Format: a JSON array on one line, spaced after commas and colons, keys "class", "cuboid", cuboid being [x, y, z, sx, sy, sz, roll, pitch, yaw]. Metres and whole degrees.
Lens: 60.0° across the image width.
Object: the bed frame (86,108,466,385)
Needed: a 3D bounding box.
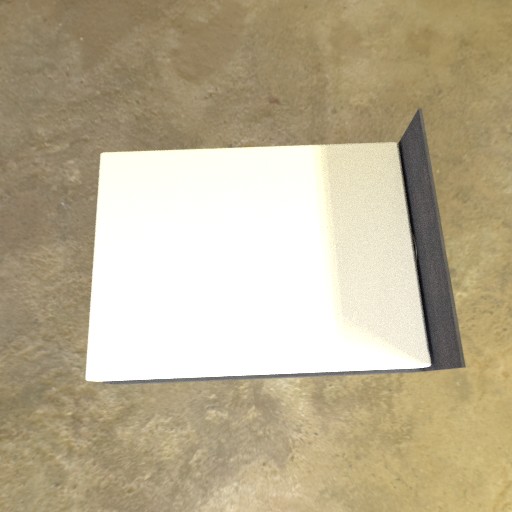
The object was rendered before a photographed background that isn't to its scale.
[{"class": "bed frame", "cuboid": [0.000, 0.000, 2.636, 1.900, 0.800, 1.400, -2, 73, -1]}]
